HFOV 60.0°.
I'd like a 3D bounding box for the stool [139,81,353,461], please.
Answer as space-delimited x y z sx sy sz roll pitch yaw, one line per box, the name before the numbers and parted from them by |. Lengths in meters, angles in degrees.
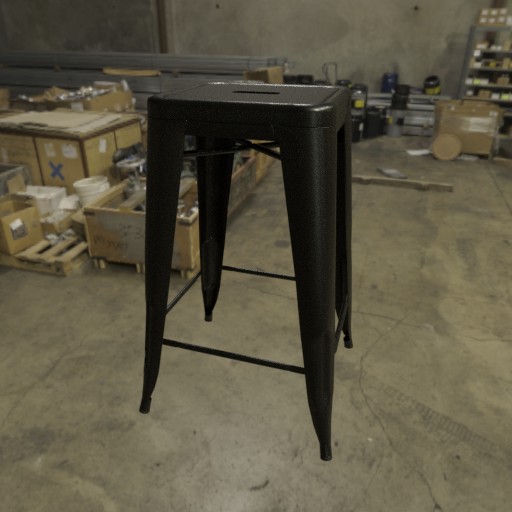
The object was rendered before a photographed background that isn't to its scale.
stool | 0.000 0.000 0.866 0.399 0.609 0.359 8 28 15
